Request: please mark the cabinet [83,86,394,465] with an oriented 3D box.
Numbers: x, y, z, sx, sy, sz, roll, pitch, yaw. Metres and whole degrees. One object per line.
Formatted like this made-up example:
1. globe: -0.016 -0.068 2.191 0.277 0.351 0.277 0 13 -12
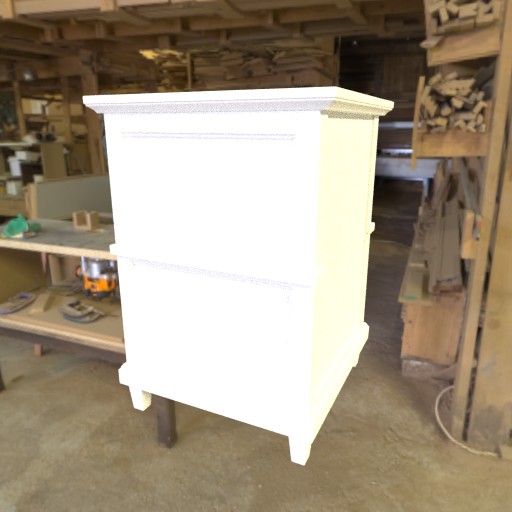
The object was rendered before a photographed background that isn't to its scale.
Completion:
1. cabinet: 0.000 0.000 1.161 0.547 0.775 0.544 8 18 25
